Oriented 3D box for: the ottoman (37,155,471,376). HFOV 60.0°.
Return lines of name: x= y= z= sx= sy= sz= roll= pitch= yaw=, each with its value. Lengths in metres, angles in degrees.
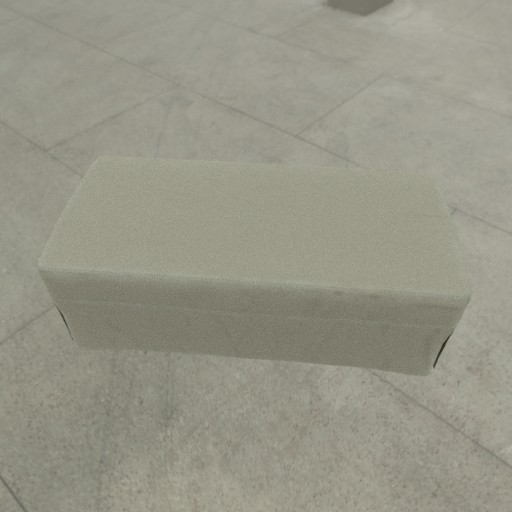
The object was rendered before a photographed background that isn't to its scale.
ottoman: x=0.000 y=0.000 z=1.696 sx=1.388 sy=0.457 sz=0.665 roll=4 pitch=48 yaw=3
